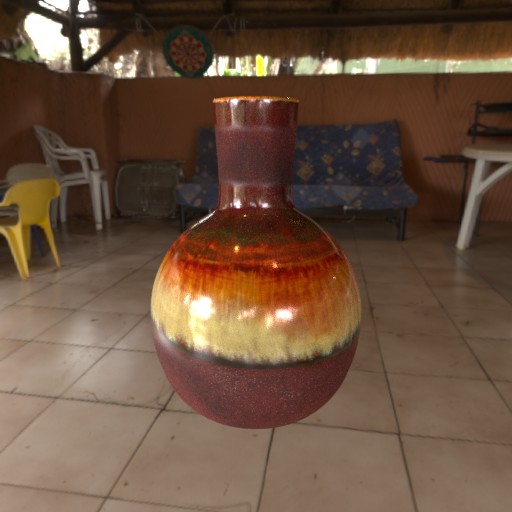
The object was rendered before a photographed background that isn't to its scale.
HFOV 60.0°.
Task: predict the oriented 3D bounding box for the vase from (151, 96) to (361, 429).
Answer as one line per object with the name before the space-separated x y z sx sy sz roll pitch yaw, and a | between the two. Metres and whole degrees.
vase | 0.000 0.000 0.231 0.111 0.154 0.111 0 15 0
